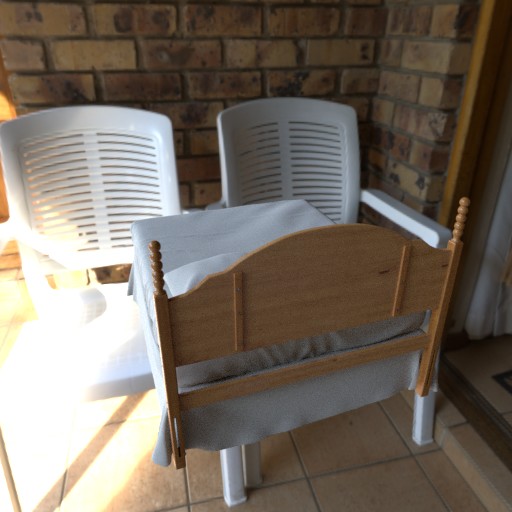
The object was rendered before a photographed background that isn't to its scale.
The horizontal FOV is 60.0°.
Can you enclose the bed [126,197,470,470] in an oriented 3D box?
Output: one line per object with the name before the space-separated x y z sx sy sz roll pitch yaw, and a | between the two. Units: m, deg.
bed | 0.000 0.000 3.190 1.873 1.356 2.040 -9 28 -17
